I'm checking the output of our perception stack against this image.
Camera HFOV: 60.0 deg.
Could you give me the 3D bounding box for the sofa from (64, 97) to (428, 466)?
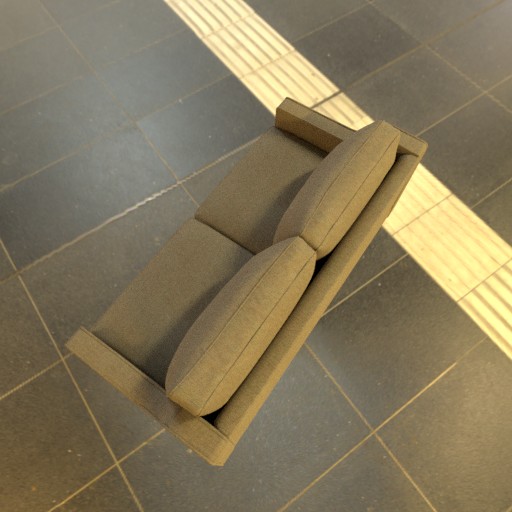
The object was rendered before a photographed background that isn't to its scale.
[{"bbox_3d":[0.000,0.000,2.771,1.073,1.074,2.181,32,68,14],"label":"sofa"}]
